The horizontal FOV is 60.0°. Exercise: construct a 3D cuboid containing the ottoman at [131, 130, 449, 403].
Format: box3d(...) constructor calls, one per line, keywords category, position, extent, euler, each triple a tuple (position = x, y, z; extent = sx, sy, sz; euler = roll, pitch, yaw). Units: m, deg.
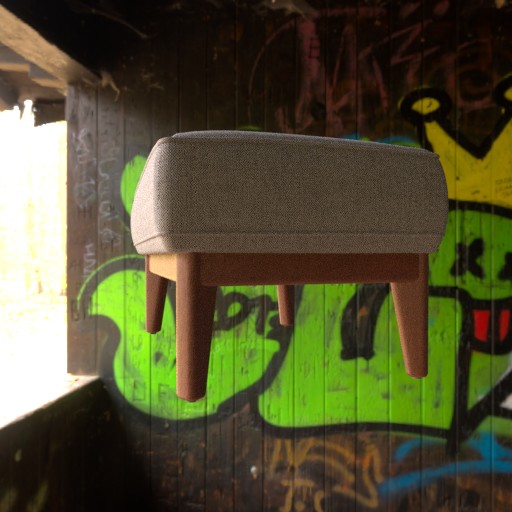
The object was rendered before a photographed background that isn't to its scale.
box3d(category="ottoman", position=(0.000, 0.000, 1.071), extent=(0.555, 0.458, 0.750), euler=(0, 0, -18))
